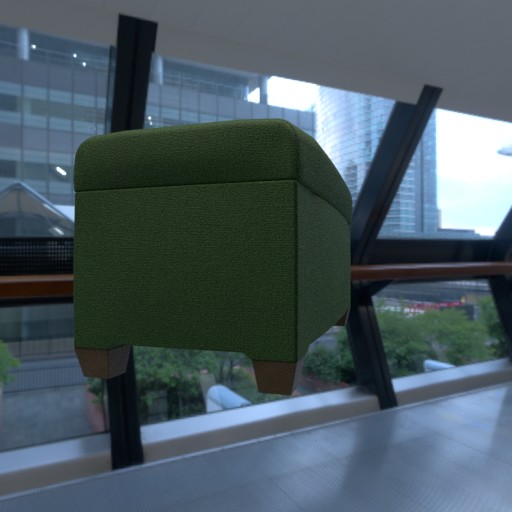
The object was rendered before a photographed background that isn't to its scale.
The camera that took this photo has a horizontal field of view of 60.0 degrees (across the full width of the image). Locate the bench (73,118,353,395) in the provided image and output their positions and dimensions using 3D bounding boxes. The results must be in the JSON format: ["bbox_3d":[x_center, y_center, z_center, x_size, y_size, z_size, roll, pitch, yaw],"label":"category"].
[{"bbox_3d":[0.000,0.000,1.279,0.505,0.501,0.989,0,-1,17],"label":"bench"}]
